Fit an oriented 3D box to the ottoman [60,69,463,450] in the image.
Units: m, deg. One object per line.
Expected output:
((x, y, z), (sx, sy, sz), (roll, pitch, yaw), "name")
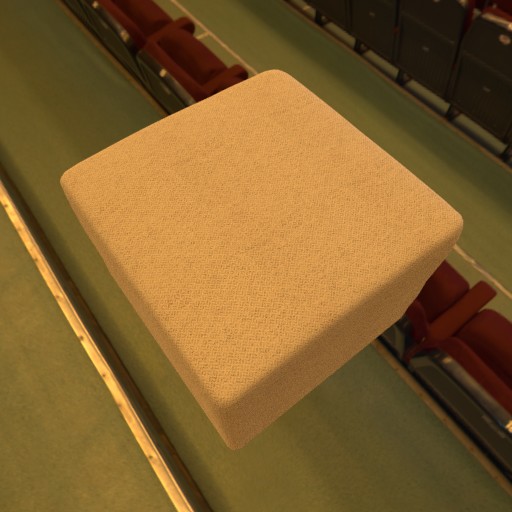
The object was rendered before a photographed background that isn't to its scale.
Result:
((0.000, 0.000, 0.919), (0.512, 0.453, 0.521), (-33, 65, -18), "ottoman")
